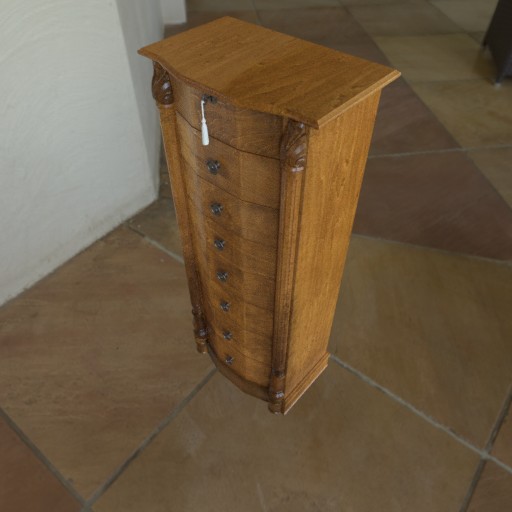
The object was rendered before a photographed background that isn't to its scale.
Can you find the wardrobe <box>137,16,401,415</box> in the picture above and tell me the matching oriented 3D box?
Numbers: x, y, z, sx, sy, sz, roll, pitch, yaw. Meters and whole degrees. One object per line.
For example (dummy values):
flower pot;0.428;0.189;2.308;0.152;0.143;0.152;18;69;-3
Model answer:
wardrobe;0.000;0.000;1.104;0.406;0.959;0.273;32;54;27
